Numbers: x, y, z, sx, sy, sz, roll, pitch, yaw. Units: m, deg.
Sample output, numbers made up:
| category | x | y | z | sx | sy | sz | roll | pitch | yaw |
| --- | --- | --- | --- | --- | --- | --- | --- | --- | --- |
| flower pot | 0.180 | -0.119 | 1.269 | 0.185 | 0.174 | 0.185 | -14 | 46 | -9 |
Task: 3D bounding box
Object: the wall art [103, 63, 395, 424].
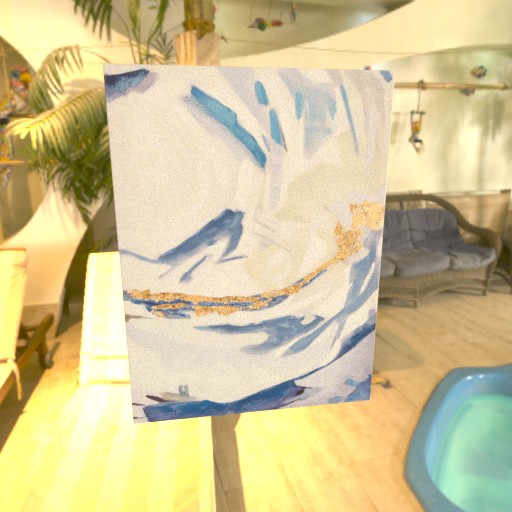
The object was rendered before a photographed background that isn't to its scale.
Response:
| category | x | y | z | sx | sy | sz | roll | pitch | yaw |
| --- | --- | --- | --- | --- | --- | --- | --- | --- | --- |
| wall art | 0.000 | 0.000 | 1.288 | 0.761 | 1.015 | 0.038 | -3 | 15 | -9 |
